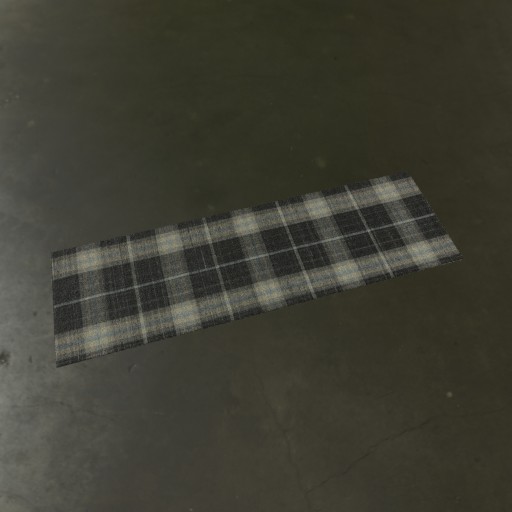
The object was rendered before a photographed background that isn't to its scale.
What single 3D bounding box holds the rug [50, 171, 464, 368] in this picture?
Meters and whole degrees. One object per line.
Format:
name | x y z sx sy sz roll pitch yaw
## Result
rug | 0.000 0.000 2.726 2.434 0.012 0.760 -14 59 -9
